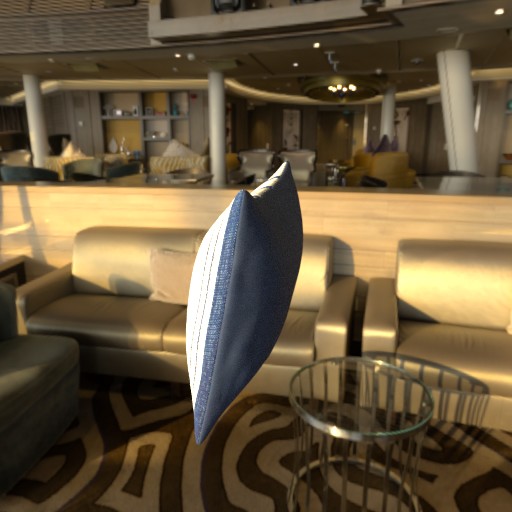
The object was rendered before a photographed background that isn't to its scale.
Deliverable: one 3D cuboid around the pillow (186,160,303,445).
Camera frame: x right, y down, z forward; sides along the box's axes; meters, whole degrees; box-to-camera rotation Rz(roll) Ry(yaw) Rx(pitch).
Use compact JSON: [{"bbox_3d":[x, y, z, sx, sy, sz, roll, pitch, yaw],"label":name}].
[{"bbox_3d":[0.000,0.000,0.751,0.156,0.292,0.608,2,15,8],"label":"pillow"}]
